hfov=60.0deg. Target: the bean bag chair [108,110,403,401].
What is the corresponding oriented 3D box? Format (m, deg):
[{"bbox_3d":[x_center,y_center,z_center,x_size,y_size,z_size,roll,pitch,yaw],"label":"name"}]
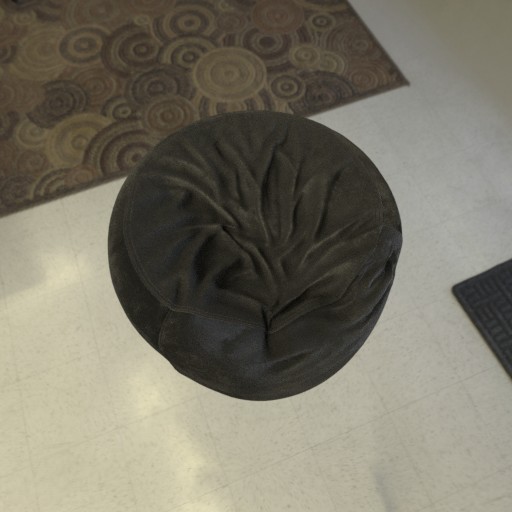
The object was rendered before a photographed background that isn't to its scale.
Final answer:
[{"bbox_3d":[0.000,0.000,1.518,0.918,0.605,0.918,0,65,0],"label":"bean bag chair"}]
